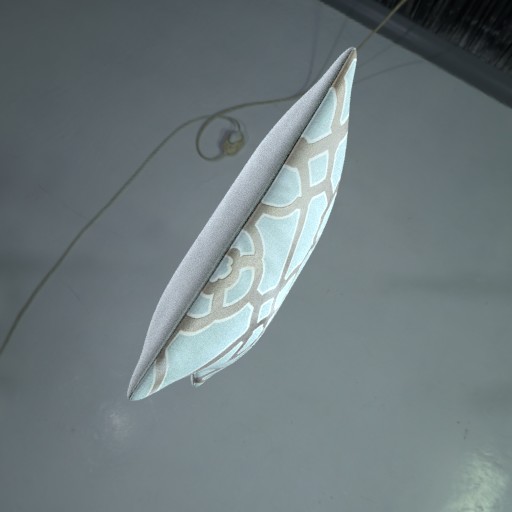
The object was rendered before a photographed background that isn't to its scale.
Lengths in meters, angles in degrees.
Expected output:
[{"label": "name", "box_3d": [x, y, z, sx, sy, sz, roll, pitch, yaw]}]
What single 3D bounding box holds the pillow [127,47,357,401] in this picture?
[{"label": "pillow", "box_3d": [0.000, 0.000, 0.807, 0.166, 0.508, 0.552, 30, 78, 7]}]
